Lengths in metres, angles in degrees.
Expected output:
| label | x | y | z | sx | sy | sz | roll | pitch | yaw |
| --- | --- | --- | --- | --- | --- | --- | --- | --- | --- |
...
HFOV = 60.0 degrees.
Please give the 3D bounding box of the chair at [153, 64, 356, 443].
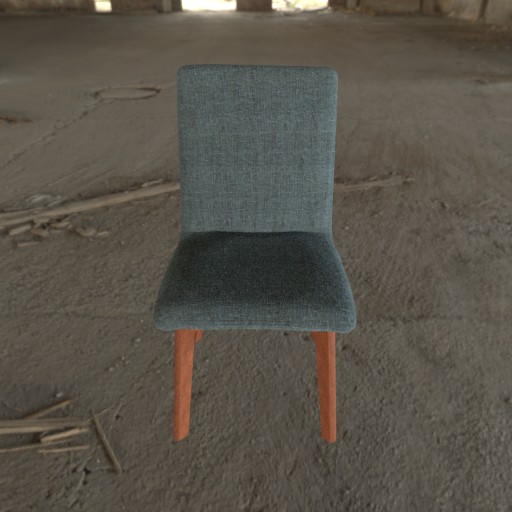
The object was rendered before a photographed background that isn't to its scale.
| label | x | y | z | sx | sy | sz | roll | pitch | yaw |
| --- | --- | --- | --- | --- | --- | --- | --- | --- | --- |
| chair | 0.000 | 0.000 | 1.303 | 0.522 | 0.974 | 0.563 | 0 | 32 | 1 |
